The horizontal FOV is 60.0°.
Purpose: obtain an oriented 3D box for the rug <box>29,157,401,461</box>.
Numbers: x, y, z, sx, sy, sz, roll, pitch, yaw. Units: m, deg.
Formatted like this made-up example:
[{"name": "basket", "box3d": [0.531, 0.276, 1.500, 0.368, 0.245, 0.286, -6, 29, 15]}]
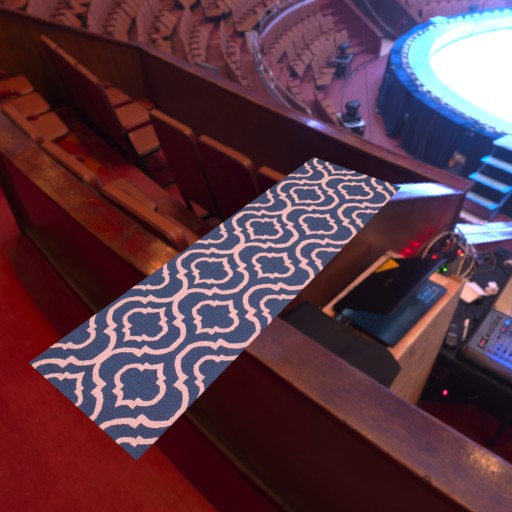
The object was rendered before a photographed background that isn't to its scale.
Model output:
[{"name": "rug", "box3d": [0.000, 0.000, 2.428, 0.685, 0.006, 2.296, 26, 47, 27]}]
